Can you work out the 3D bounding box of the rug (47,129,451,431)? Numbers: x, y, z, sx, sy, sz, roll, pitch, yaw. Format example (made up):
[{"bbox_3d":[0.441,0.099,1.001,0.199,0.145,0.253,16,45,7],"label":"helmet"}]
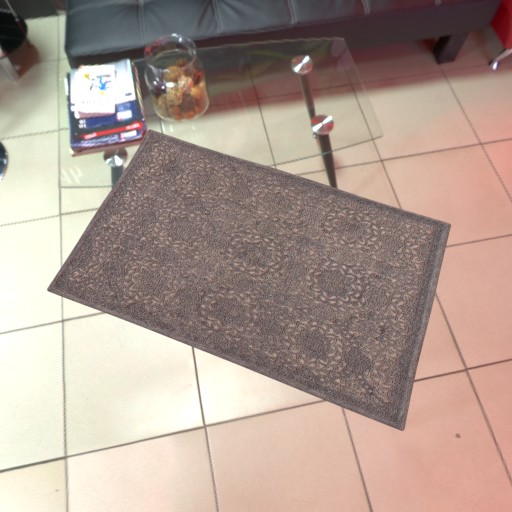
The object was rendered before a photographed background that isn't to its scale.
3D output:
[{"bbox_3d":[0.000,0.000,3.157,2.498,0.022,1.535,19,66,9],"label":"rug"}]
